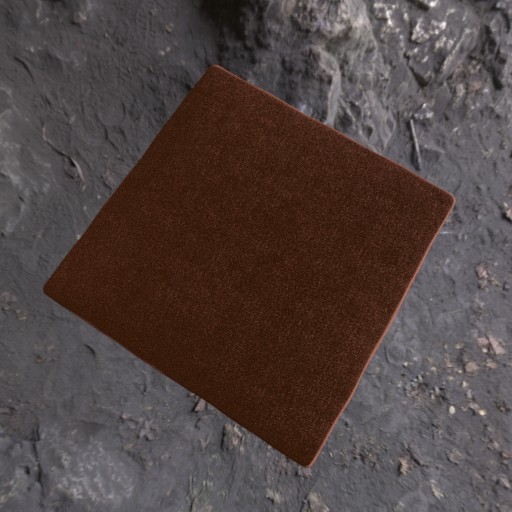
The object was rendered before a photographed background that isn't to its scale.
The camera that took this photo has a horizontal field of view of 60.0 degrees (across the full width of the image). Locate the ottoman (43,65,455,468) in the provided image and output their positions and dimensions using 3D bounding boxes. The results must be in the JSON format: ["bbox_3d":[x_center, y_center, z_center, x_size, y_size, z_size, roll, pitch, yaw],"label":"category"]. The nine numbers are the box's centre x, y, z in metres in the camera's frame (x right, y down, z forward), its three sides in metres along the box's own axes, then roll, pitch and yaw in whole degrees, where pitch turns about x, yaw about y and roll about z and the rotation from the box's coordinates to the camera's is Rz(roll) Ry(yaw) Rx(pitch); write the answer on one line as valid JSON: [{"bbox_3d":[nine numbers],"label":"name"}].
[{"bbox_3d":[0.000,0.000,1.588,0.999,0.438,0.997,31,78,8],"label":"ottoman"}]
